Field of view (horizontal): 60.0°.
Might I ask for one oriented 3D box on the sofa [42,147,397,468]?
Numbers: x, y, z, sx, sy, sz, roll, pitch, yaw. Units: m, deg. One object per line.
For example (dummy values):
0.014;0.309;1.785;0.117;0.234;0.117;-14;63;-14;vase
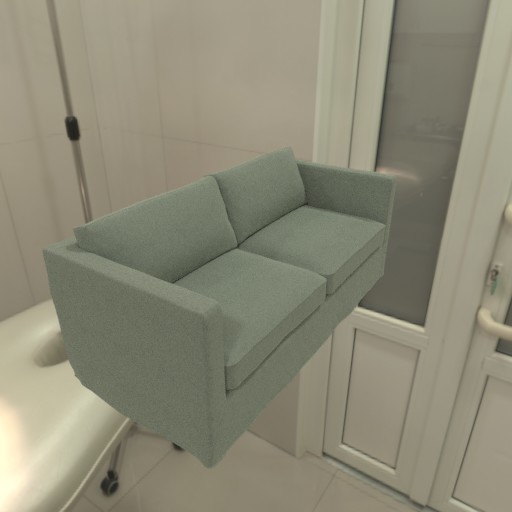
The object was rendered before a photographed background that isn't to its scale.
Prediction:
0.000;0.000;2.528;0.940;0.870;1.987;17;31;30;sofa
